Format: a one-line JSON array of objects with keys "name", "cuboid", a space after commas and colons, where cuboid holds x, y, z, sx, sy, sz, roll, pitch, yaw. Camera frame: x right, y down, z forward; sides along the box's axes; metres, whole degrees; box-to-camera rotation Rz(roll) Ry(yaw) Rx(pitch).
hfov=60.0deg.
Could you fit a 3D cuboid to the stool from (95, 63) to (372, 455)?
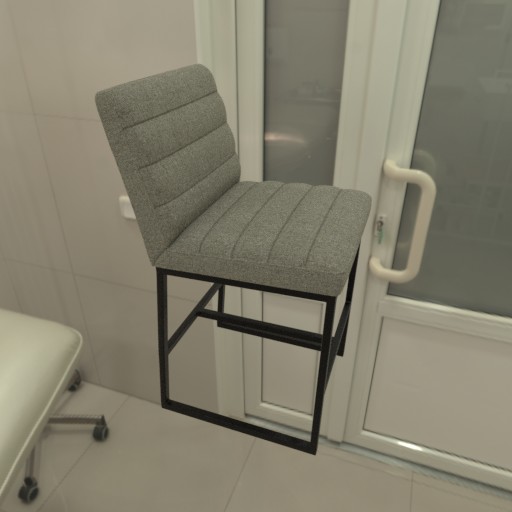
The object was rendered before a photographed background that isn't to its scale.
[{"name": "stool", "cuboid": [0.000, 0.000, 1.243, 0.560, 0.940, 0.460, 10, 32, 17]}]
